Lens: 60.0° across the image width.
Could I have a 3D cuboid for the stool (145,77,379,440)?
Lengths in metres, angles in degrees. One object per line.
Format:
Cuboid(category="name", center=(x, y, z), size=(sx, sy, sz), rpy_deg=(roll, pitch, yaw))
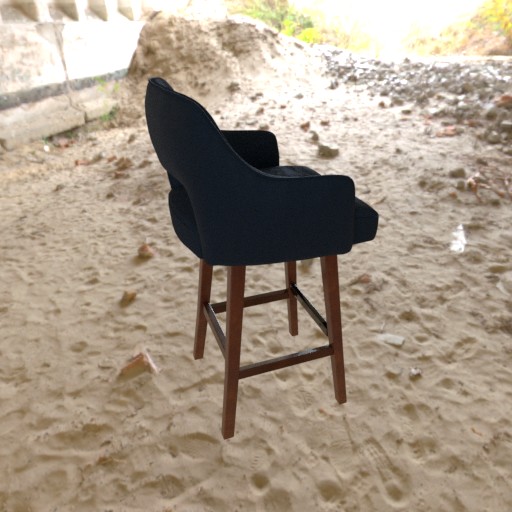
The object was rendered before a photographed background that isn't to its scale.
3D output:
Cuboid(category="stool", center=(0.000, 0.000, 1.381), size=(0.560, 1.041, 0.550), rpy_deg=(-10, 30, -18))
